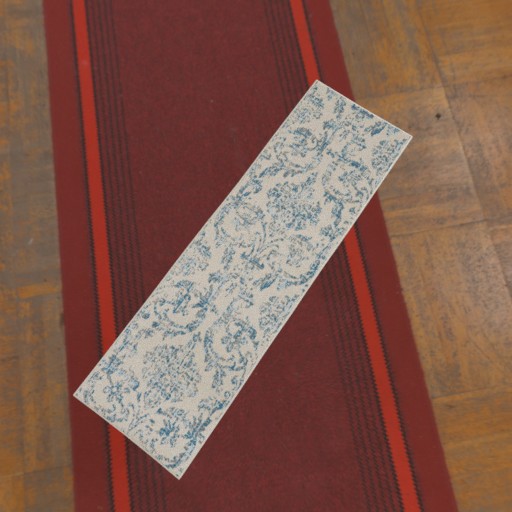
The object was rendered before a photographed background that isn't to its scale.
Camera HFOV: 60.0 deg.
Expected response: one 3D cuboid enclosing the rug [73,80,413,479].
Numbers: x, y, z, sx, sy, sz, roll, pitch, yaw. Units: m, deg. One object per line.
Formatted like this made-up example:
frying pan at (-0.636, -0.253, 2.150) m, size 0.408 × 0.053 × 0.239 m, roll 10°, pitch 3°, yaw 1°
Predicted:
rug at (0.000, 0.000, 2.362) m, size 0.662 × 0.011 × 2.196 m, roll 34°, pitch 78°, yaw 8°
